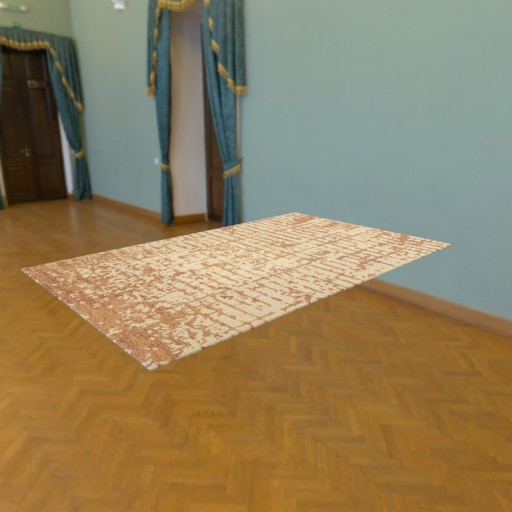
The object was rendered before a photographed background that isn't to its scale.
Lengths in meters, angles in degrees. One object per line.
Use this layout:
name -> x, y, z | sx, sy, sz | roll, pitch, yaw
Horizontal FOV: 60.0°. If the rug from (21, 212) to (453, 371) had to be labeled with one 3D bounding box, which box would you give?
rug -> 0.000, 0.000, 2.910 | 2.435, 0.011, 1.517 | -15, 23, -41
